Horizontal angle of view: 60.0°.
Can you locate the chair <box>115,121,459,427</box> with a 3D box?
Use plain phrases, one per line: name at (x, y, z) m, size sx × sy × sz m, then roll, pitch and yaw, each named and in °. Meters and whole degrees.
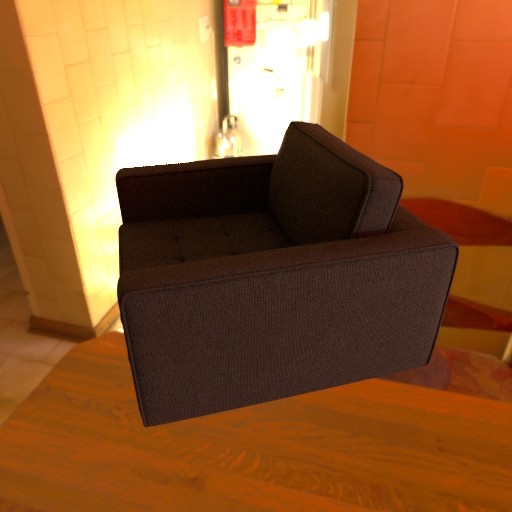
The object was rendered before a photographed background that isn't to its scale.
chair at (0.000, 0.000, 1.548) m, size 0.919 × 0.770 × 0.899 m, roll -8°, pitch 31°, yaw -13°
